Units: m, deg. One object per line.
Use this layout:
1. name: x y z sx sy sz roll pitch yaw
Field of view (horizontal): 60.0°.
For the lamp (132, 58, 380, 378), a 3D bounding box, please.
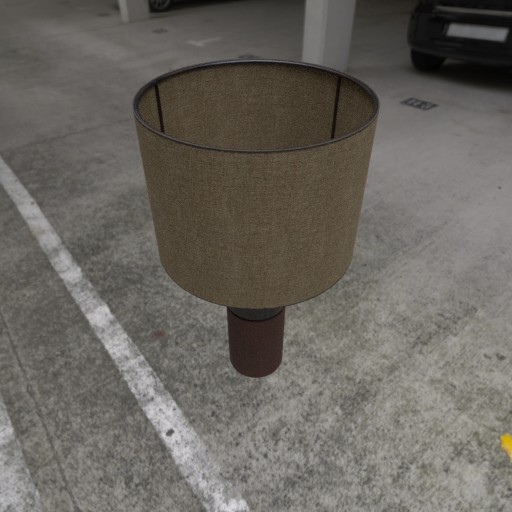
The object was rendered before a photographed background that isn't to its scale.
1. lamp: 0.000 0.000 0.481 0.202 0.350 0.202 0 40 0
